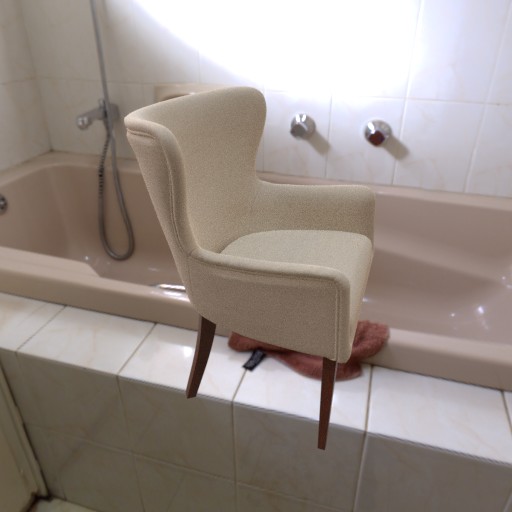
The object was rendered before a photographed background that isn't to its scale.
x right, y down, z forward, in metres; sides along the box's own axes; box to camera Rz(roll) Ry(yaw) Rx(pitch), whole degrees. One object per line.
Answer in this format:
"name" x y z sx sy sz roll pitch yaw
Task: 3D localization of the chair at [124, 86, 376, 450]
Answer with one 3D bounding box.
"chair" 0.000 0.000 1.506 0.744 0.990 0.696 9 30 17
